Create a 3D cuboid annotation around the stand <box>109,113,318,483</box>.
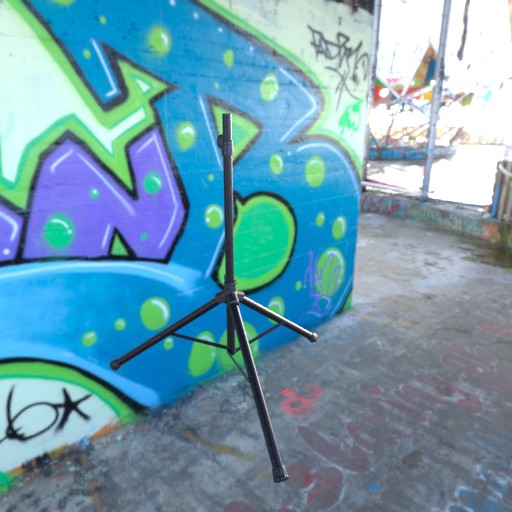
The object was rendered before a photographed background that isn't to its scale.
[{"bbox_3d":[0.000,0.000,1.862,1.045,1.136,0.907,16,23,42],"label":"stand"}]
